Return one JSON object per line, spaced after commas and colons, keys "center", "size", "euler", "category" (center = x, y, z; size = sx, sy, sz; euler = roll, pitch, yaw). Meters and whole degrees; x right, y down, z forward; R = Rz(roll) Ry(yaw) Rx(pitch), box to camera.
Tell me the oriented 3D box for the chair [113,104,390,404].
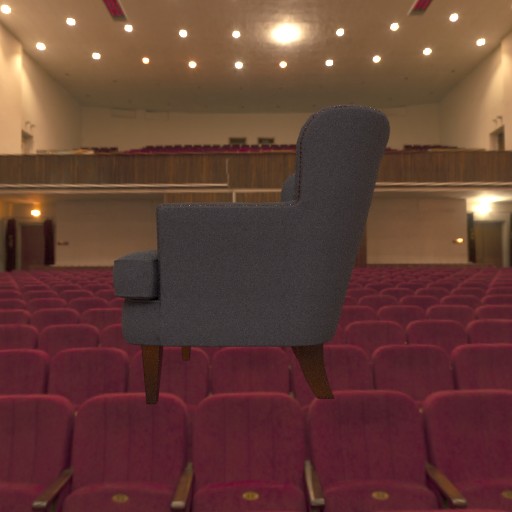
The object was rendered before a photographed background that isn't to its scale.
{"center": [0.000, 0.000, 1.597], "size": [0.906, 0.868, 0.848], "euler": [0, -2, 0], "category": "chair"}
